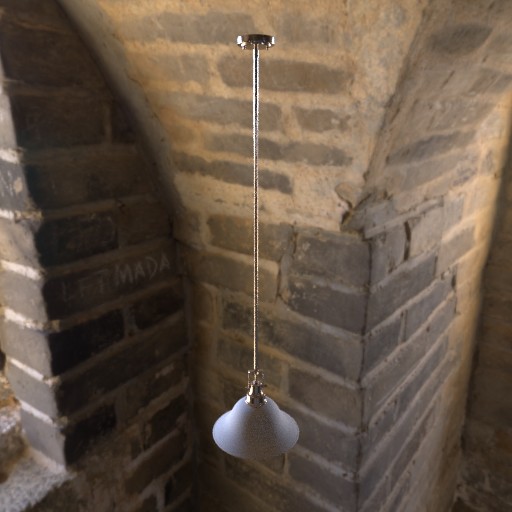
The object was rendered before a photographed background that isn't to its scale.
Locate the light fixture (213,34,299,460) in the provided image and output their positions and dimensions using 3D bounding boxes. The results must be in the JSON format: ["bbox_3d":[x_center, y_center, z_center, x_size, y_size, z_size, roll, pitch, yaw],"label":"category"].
[{"bbox_3d":[0.000,0.000,1.503,0.324,1.354,0.324,-2,14,-8],"label":"light fixture"}]
